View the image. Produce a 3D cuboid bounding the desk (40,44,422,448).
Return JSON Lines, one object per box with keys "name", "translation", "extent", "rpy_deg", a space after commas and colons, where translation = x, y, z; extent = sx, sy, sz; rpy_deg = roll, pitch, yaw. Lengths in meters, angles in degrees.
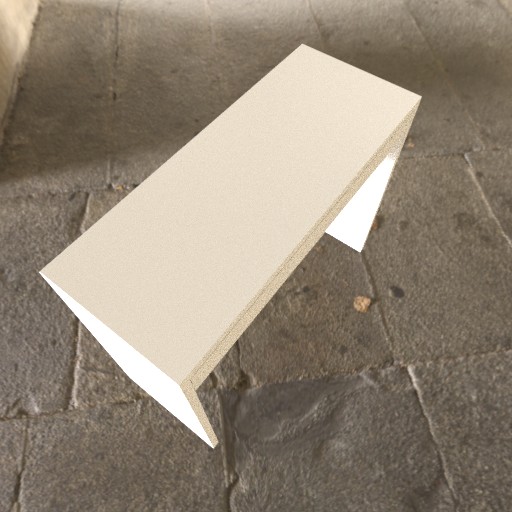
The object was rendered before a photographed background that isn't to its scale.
{"name": "desk", "translation": [0.000, 0.000, 1.425], "extent": [0.400, 0.790, 1.000], "rpy_deg": [33, 64, 18]}
